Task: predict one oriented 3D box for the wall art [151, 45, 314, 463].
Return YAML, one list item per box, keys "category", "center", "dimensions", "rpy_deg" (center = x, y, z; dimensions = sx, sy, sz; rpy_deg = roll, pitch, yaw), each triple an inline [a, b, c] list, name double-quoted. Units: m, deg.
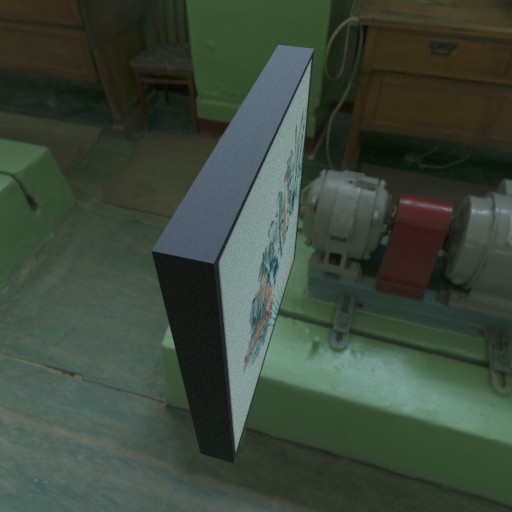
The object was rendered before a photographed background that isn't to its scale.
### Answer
- category: "wall art"
  center: [0.000, 0.000, 0.450]
  dimensions: [0.036, 0.300, 0.302]
  rpy_deg: [11, 47, 11]
